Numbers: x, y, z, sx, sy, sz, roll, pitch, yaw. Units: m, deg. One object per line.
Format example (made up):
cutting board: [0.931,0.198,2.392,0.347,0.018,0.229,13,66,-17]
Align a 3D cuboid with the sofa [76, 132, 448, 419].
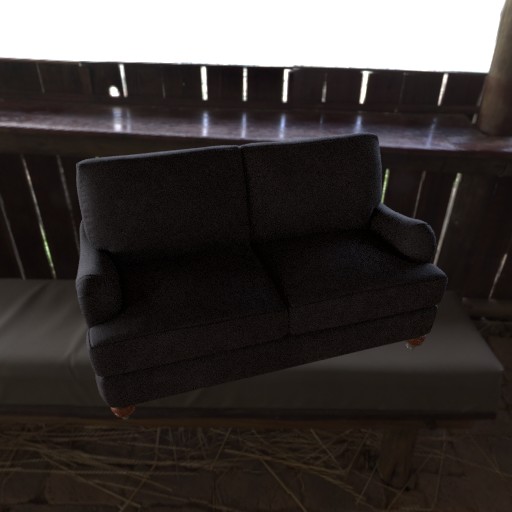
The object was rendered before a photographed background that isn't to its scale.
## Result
sofa: [0.000,0.000,2.492,1.853,1.101,1.084,-9,33,-15]
